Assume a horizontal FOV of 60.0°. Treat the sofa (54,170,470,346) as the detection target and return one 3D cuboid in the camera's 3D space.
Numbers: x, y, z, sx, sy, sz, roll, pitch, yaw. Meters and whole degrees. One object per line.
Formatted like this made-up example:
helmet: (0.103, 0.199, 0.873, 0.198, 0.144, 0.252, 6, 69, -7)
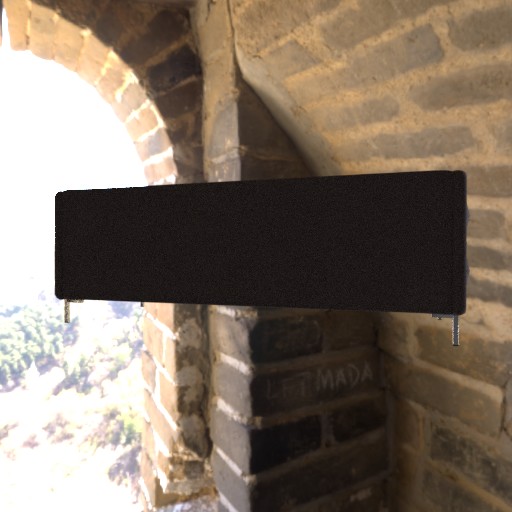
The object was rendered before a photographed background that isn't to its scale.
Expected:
sofa: (0.000, 0.000, 2.626, 2.209, 0.771, 0.895, 0, 0, 18)
